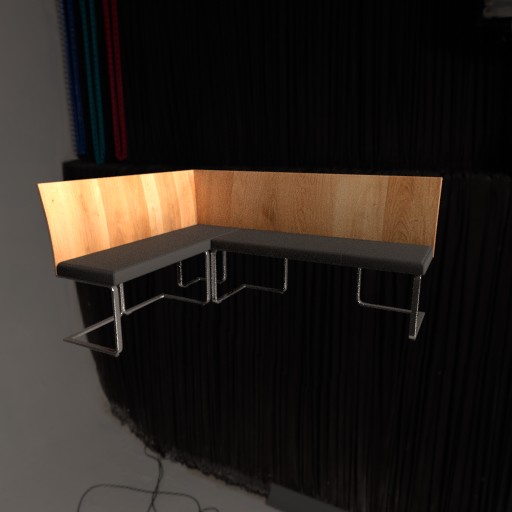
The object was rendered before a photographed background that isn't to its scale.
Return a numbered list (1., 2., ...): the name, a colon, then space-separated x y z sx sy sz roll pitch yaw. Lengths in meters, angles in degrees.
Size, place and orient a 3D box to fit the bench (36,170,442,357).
1. bench: 0.000 0.000 2.761 1.945 0.930 1.495 7 16 26
